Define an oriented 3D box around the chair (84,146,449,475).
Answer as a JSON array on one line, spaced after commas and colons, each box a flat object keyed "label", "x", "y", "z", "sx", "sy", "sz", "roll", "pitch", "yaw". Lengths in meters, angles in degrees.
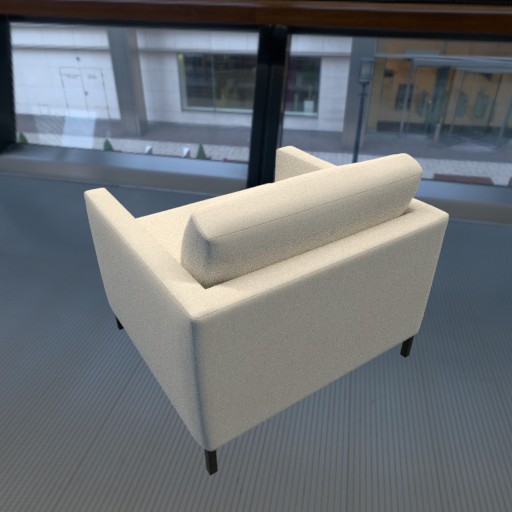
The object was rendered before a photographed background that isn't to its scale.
[{"label": "chair", "x": 0.000, "y": 0.000, "z": 1.621, "sx": 0.964, "sy": 0.806, "sz": 0.875, "roll": -20, "pitch": 37, "yaw": -29}]
